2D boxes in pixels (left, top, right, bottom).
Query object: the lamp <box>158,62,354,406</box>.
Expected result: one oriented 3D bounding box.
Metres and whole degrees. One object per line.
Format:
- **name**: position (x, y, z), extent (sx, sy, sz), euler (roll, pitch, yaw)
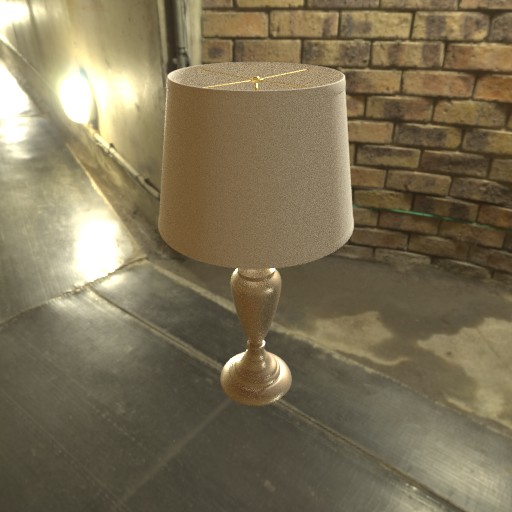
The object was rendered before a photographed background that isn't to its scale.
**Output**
- **lamp**: position (0.000, 0.000, 0.797), extent (0.328, 0.612, 0.328), euler (0, 31, 0)
